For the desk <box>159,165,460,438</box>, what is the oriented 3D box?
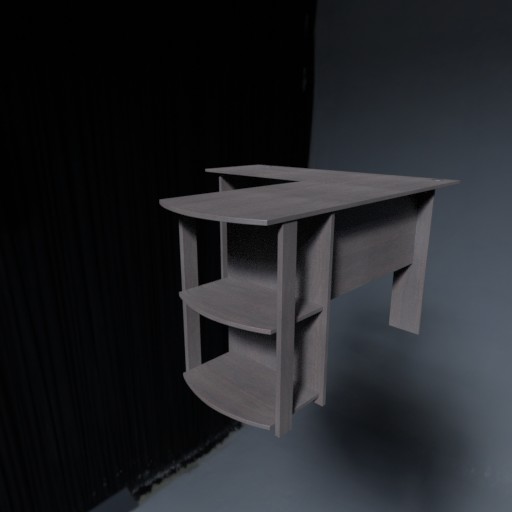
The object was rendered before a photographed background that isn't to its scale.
[{"bbox_3d":[0.000,0.000,2.118,1.303,0.716,1.361,15,22,43],"label":"desk"}]
